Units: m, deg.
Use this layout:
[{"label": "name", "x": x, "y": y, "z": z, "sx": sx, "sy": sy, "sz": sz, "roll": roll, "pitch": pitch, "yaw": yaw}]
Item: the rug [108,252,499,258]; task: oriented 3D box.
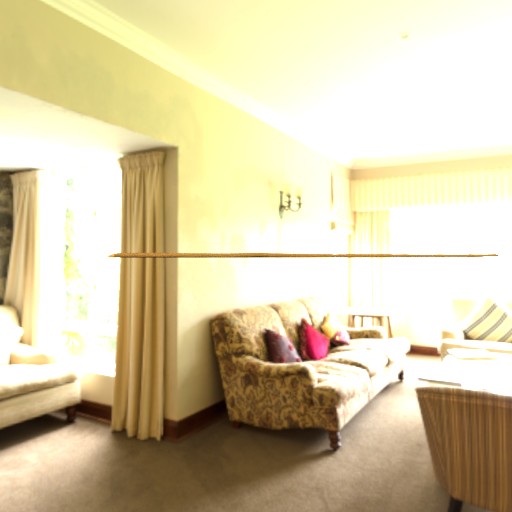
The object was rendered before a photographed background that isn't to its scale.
[{"label": "rug", "x": 0.000, "y": 0.000, "z": 0.871, "sx": 0.548, "sy": 0.006, "sz": 0.639, "roll": 0, "pitch": 0, "yaw": -19}]
